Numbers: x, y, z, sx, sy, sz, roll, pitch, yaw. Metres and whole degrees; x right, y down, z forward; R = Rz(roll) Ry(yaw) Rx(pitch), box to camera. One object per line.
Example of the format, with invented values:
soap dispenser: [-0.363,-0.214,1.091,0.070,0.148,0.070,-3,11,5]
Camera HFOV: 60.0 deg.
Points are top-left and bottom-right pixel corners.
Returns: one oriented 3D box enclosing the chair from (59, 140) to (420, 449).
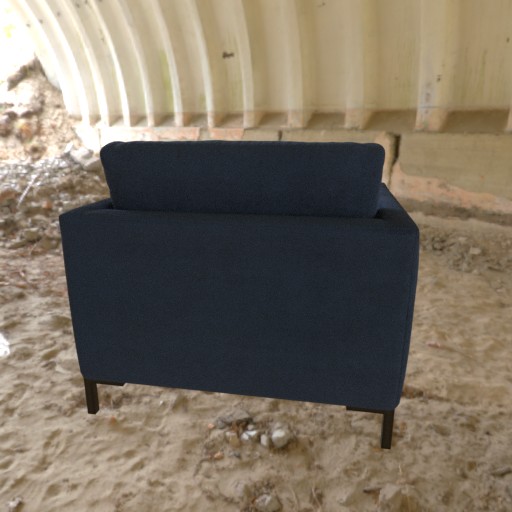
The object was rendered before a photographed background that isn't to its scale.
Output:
chair: [0.000,0.000,1.574,0.964,0.812,0.875,3,17,10]
